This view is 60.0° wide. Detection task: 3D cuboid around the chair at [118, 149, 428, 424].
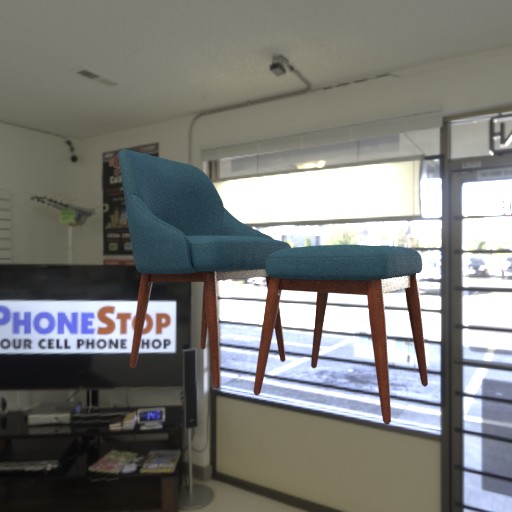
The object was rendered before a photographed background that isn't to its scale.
[{"bbox_3d":[0.000,0.000,1.620,1.114,0.866,0.584,0,1,34],"label":"chair"}]
